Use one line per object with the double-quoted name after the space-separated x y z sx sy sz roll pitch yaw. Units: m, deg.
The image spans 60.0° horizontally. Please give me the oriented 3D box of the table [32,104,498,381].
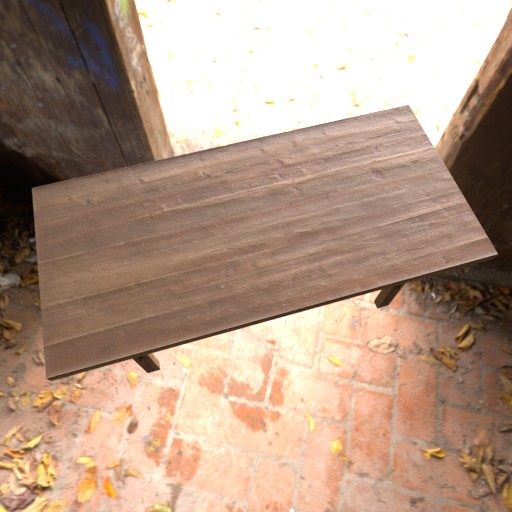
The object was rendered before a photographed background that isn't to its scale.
0.000 0.000 2.421 2.003 0.760 0.952 -14 64 -7 "table"
